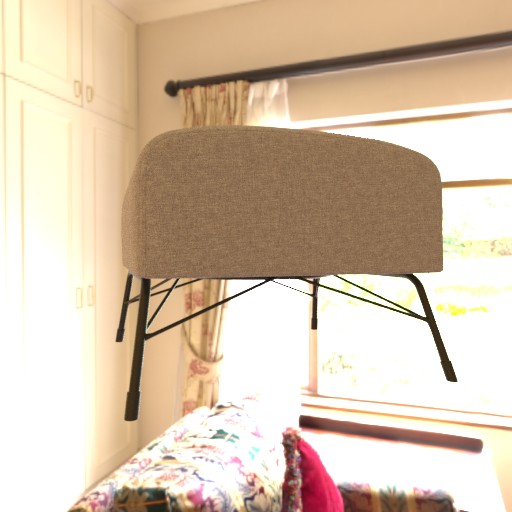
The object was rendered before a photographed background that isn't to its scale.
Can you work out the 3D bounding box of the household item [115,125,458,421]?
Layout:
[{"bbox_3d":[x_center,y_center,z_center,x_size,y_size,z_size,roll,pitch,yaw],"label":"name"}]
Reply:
[{"bbox_3d":[0.000,0.000,0.891,0.530,0.410,0.530,0,1,-19],"label":"household item"}]
